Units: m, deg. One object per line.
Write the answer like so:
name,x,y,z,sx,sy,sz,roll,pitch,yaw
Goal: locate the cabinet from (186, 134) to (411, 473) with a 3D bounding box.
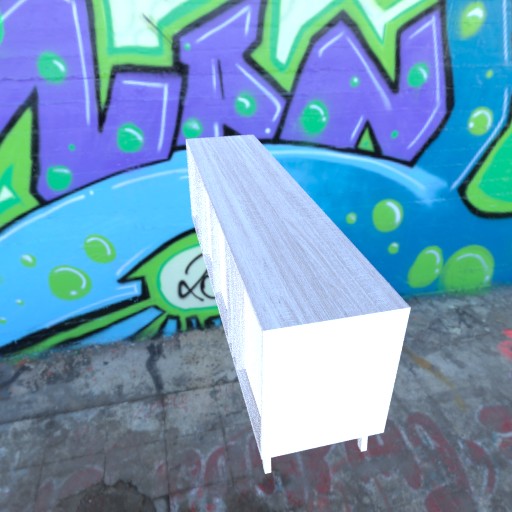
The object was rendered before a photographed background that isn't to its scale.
cabinet,0.000,0.000,2.518,0.500,0.780,2.200,-7,31,-12
